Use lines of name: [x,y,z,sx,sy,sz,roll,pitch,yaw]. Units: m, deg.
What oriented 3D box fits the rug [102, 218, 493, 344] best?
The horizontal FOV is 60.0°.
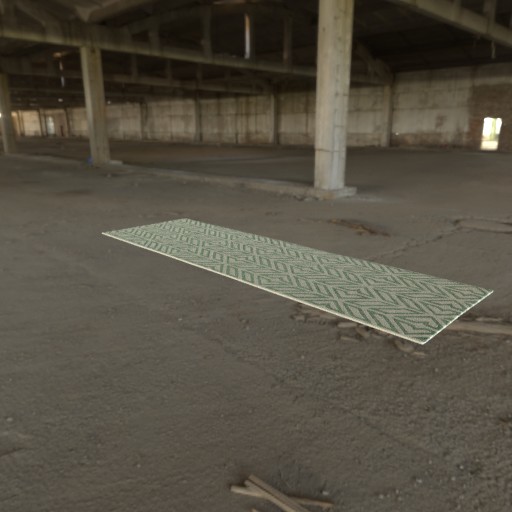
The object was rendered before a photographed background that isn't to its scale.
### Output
rug: [0.000,0.000,2.672,2.435,0.009,0.750,16,23,42]
